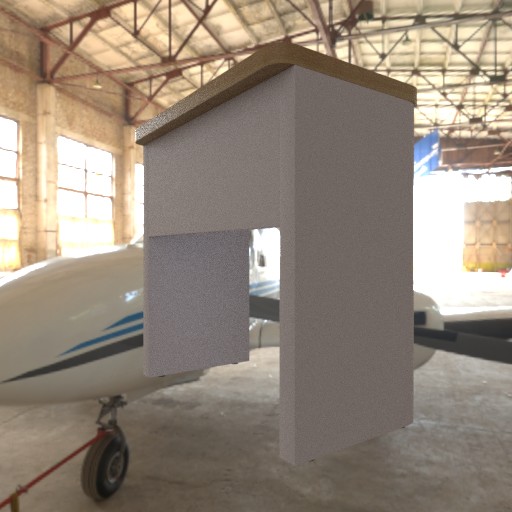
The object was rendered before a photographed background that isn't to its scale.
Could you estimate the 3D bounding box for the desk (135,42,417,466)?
[{"bbox_3d":[0.000,0.000,1.235,0.440,0.790,0.760,0,0,-35],"label":"desk"}]
